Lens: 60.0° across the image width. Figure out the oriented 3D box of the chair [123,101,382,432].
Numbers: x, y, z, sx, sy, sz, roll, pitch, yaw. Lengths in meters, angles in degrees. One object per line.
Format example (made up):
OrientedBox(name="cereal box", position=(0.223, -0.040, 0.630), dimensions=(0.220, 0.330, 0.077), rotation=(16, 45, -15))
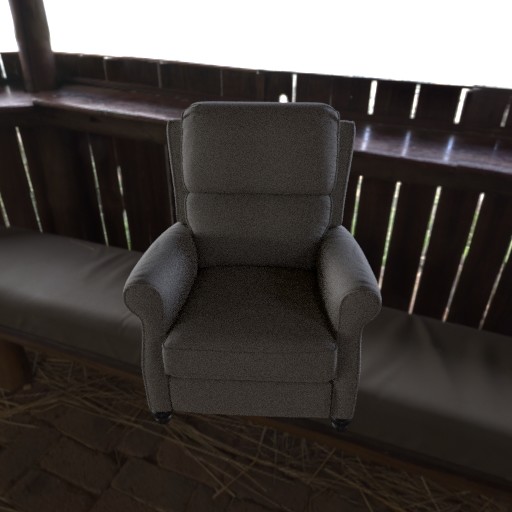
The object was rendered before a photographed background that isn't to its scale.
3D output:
OrientedBox(name="chair", position=(0.000, 0.000, 1.778), dimensions=(0.859, 1.046, 0.919), rotation=(1, 30, 3))
